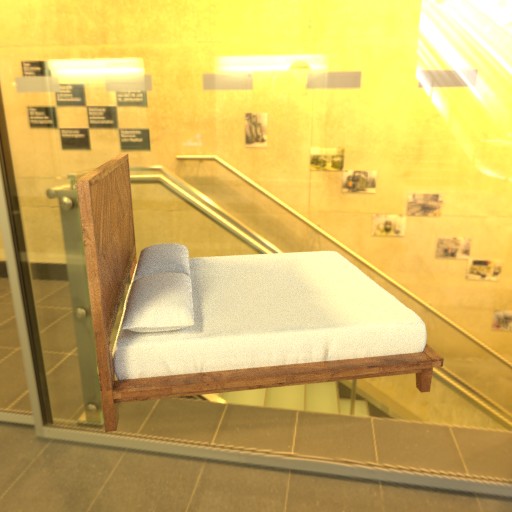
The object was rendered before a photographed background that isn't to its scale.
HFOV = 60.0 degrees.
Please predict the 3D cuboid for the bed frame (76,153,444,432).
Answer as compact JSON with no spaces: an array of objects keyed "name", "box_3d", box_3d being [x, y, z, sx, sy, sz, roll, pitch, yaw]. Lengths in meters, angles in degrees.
[{"name":"bed frame","box_3d":[0.000,0.000,3.643,2.235,1.537,2.038,-3,17,-9]}]
